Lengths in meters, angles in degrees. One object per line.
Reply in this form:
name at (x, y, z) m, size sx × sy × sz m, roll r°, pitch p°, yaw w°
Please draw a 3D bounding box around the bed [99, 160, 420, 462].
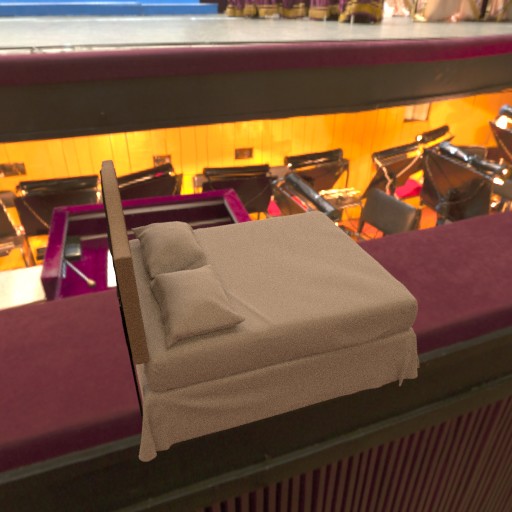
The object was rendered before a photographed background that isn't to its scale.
bed at (0.000, 0.000, 3.499) m, size 2.221 × 1.645 × 1.876 m, roll -10°, pitch 33°, yaw -16°
